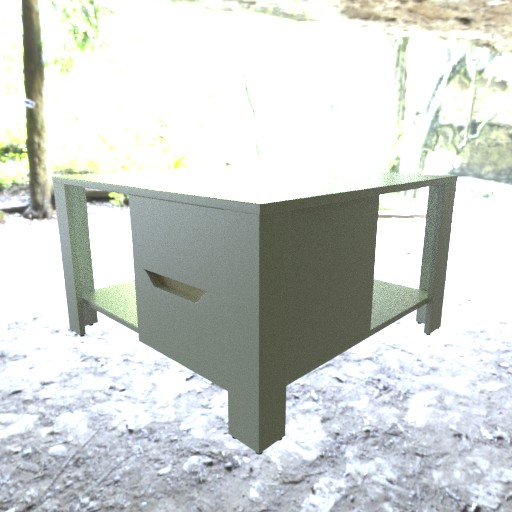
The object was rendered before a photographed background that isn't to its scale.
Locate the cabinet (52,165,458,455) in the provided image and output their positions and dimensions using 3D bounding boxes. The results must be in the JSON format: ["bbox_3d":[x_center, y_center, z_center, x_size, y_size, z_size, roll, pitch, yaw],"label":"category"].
[{"bbox_3d":[0.000,0.000,1.291,0.800,0.460,0.800,14,20,43],"label":"cabinet"}]
